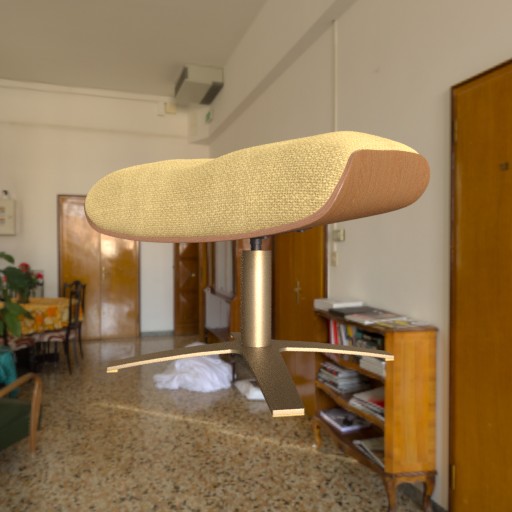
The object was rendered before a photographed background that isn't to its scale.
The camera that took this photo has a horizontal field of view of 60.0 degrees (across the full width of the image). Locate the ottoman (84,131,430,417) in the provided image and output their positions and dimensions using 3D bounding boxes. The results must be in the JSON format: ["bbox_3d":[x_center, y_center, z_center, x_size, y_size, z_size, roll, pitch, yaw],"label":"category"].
[{"bbox_3d":[0.000,0.000,0.803,0.520,0.391,0.394,1,1,36],"label":"ottoman"}]
